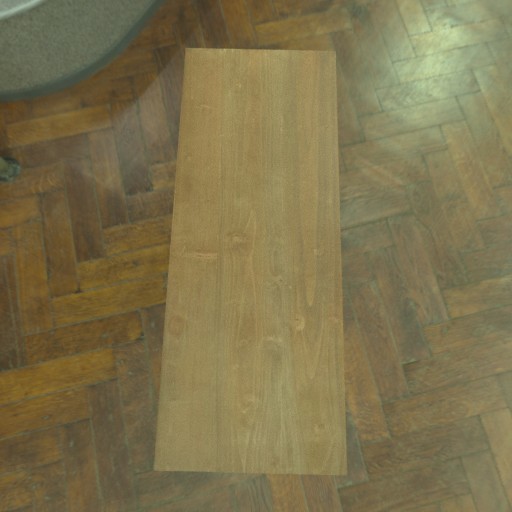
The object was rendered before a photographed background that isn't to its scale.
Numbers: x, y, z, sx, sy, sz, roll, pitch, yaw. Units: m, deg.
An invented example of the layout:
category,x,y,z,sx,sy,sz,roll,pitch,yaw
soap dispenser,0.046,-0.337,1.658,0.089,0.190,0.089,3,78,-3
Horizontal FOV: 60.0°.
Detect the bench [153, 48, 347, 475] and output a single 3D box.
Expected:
category,x,y,z,sx,sy,sz,roll,pitch,yaw
bench,0.000,0.000,1.420,0.458,0.458,1.183,1,75,0
